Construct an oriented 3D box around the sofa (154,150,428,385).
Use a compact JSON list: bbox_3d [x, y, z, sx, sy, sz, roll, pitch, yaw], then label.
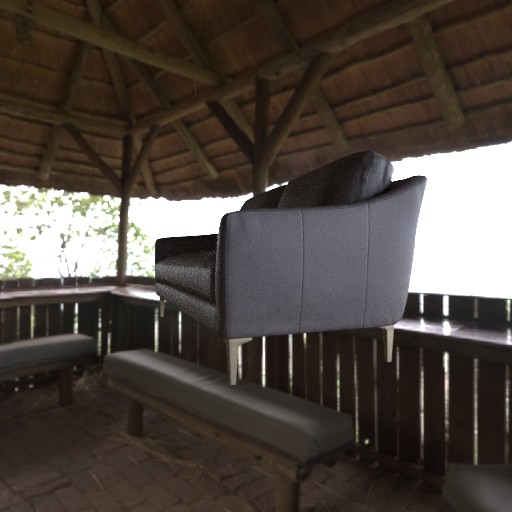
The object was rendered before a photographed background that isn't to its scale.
[{"bbox_3d":[0.000,0.000,2.574,0.960,0.902,2.036,0,0,-19],"label":"sofa"}]
